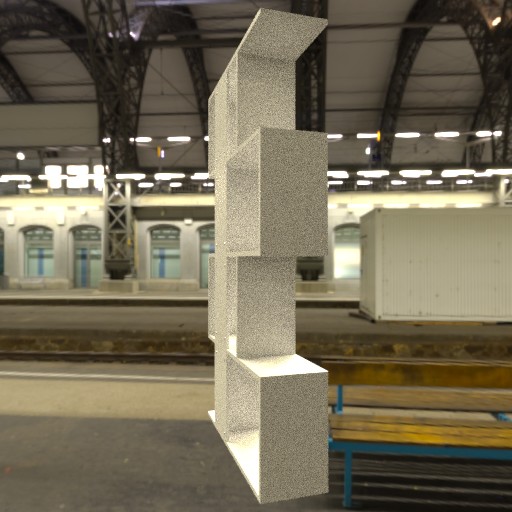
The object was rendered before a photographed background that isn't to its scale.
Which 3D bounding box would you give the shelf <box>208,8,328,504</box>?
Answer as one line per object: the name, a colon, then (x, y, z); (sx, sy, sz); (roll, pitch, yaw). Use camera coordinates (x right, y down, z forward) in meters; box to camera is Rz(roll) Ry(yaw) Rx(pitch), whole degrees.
shelf: (0.000, 0.000, 1.934); (0.250, 1.650, 0.890); (0, -1, -17)
